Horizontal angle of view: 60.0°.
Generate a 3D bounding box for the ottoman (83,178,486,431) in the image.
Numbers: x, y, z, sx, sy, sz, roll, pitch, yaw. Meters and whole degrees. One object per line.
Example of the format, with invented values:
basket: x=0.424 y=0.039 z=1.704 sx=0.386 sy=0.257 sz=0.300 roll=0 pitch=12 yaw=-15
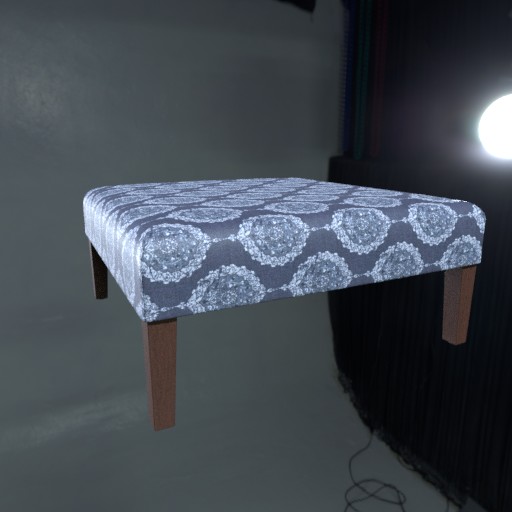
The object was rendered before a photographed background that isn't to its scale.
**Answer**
ottoman: x=0.000 y=0.000 z=1.362 sx=0.890 sy=0.409 sz=0.889 roll=-7 pitch=16 yaw=-26
